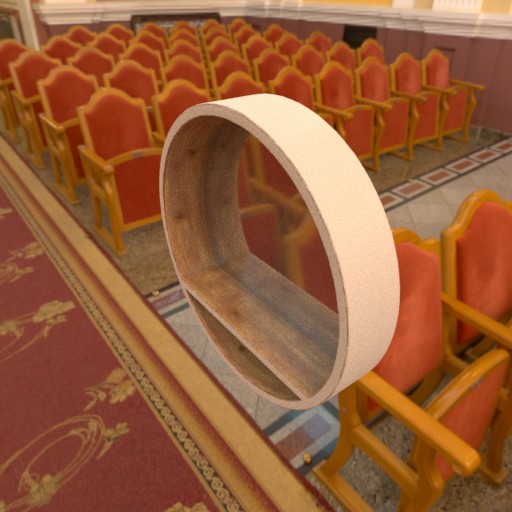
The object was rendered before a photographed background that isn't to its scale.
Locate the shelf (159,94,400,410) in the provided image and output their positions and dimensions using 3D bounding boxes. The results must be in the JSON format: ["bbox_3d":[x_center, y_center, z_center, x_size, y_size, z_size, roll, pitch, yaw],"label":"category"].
[{"bbox_3d":[0.000,0.000,1.192,0.158,0.807,0.806,-22,38,-31],"label":"shelf"}]
